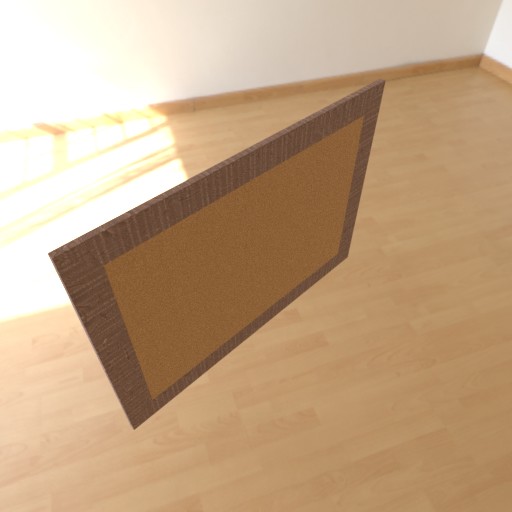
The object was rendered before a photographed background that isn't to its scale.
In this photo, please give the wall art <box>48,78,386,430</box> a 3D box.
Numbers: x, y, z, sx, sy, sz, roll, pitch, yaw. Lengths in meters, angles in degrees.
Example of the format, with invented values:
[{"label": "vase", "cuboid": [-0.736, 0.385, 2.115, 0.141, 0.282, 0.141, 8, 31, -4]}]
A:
[{"label": "wall art", "cuboid": [0.000, 0.000, 1.342, 1.056, 0.761, 0.020, -35, 55, -29]}]
